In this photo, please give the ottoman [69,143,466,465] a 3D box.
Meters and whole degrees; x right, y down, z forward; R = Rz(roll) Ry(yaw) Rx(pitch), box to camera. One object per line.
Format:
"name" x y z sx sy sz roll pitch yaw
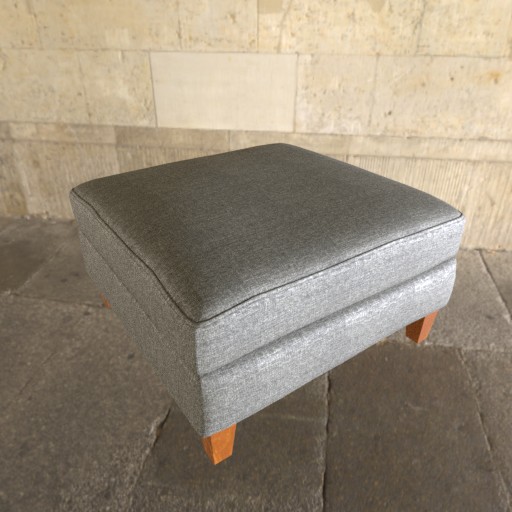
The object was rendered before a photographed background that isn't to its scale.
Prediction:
"ottoman" 0.000 0.000 1.338 0.838 0.481 0.838 -19 35 -30
